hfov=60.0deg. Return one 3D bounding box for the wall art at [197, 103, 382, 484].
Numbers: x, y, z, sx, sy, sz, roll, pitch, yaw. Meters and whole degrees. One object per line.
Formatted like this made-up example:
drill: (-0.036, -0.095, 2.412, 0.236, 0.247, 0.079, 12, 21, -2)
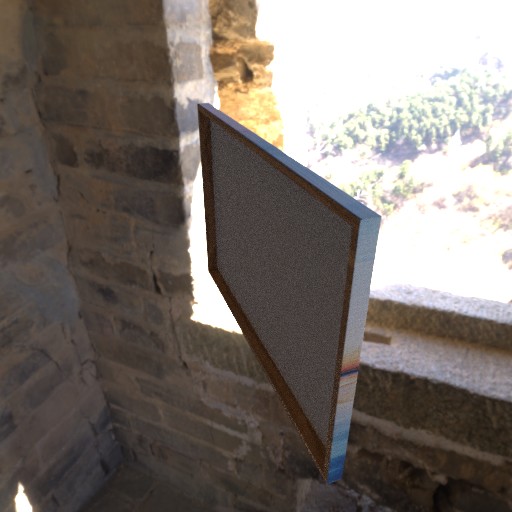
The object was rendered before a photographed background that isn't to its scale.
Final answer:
wall art: (0.000, 0.000, 1.149, 0.037, 0.605, 0.911, -11, 31, -18)
